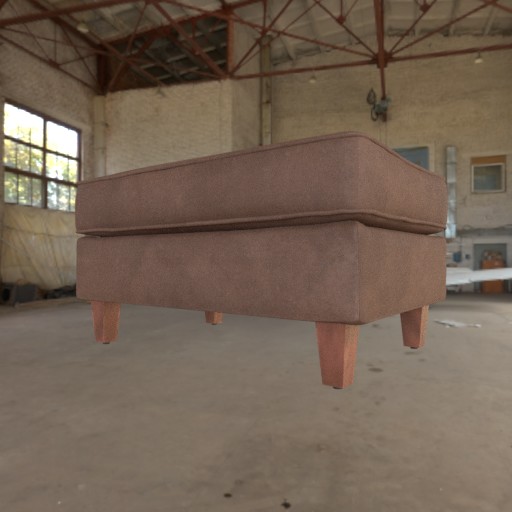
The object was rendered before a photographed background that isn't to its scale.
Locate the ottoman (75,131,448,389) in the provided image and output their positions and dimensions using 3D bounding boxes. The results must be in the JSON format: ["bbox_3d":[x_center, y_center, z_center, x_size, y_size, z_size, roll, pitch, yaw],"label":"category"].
[{"bbox_3d":[0.000,0.000,1.185,0.860,0.481,0.596,0,0,37],"label":"ottoman"}]
